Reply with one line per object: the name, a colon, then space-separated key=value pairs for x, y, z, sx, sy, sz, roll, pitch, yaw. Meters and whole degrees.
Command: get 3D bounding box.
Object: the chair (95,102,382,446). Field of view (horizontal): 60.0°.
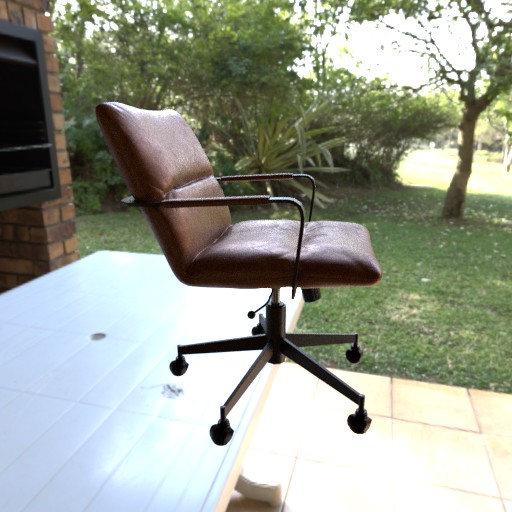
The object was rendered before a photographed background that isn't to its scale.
chair: x=0.000 y=0.000 z=1.429 sx=0.754 sy=0.922 sz=0.727 roll=3 pitch=16 yaw=9
